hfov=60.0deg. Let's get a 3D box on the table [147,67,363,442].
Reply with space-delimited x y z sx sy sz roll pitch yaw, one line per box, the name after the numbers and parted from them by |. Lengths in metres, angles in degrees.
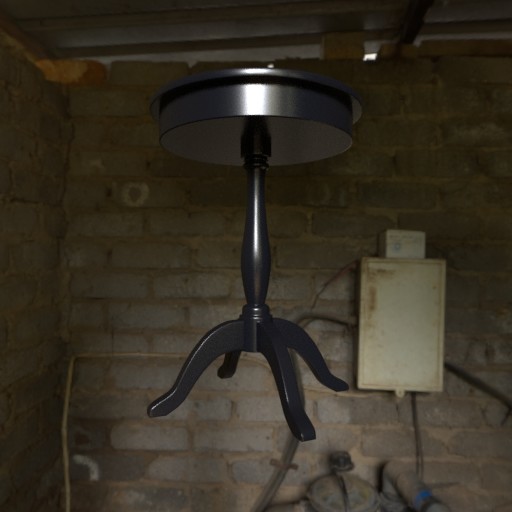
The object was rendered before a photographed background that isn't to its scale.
0.000 0.000 1.017 0.481 0.665 0.481 0 0 0 | table
